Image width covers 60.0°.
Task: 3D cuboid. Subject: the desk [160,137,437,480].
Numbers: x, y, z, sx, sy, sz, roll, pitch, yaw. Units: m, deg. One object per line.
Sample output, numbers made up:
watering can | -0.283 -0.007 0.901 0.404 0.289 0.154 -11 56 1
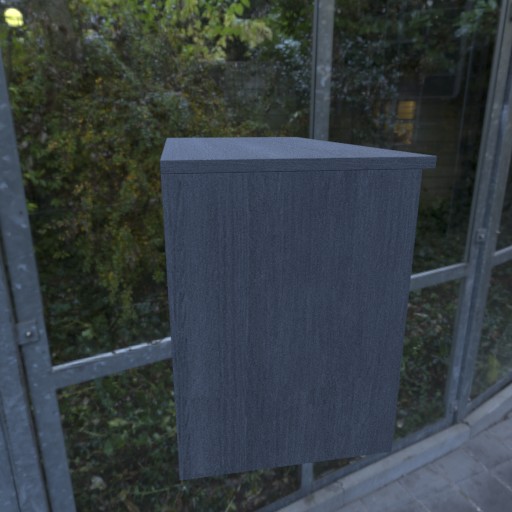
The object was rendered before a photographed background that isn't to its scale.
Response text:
desk | 0.000 0.000 1.487 0.557 0.729 1.099 -3 17 -10
